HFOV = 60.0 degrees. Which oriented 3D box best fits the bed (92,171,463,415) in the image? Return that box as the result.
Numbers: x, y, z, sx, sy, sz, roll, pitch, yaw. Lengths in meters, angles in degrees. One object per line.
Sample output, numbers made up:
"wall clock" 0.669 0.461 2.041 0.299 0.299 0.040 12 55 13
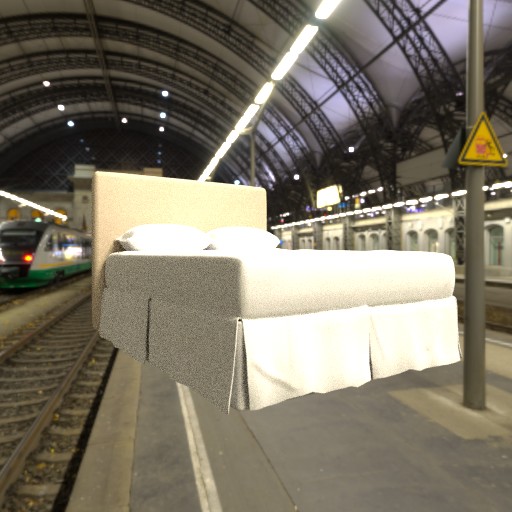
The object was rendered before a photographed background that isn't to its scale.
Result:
"bed" 0.000 0.000 3.121 1.723 1.330 2.142 0 1 -35
